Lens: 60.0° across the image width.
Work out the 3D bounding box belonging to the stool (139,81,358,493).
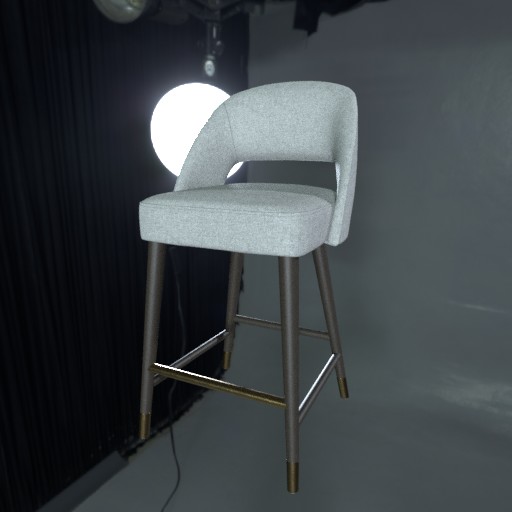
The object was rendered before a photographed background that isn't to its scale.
[{"bbox_3d":[0.000,0.000,1.193,0.494,0.940,0.509,7,15,26],"label":"stool"}]
